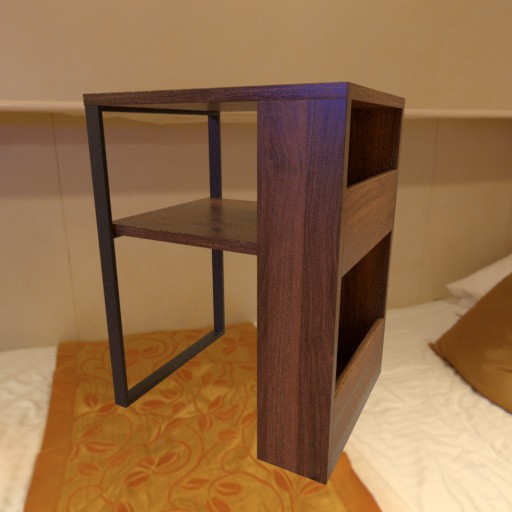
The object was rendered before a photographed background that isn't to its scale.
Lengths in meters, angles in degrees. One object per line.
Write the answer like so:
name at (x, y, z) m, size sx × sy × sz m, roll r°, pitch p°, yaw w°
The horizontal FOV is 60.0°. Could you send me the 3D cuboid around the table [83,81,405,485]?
table at (0.000, 0.000, 1.531) m, size 0.786 × 1.041 × 0.660 m, roll 8°, pitch 18°, yaw 27°
